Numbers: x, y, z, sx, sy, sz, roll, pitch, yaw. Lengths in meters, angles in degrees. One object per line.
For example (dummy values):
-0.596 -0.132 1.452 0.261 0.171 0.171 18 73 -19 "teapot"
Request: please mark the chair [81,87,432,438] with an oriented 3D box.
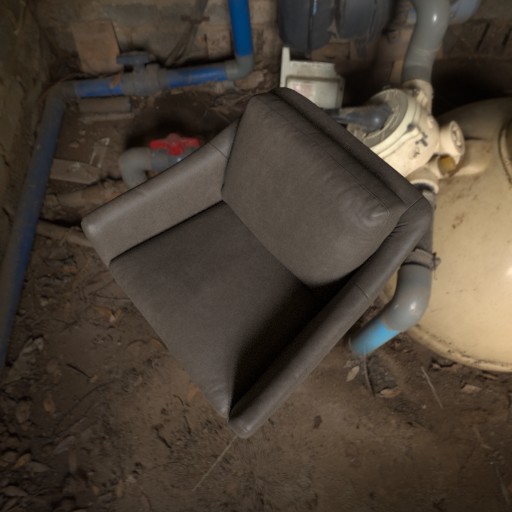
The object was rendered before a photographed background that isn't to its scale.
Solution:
0.000 0.000 1.757 0.961 0.901 0.988 -37 69 -17 "chair"
